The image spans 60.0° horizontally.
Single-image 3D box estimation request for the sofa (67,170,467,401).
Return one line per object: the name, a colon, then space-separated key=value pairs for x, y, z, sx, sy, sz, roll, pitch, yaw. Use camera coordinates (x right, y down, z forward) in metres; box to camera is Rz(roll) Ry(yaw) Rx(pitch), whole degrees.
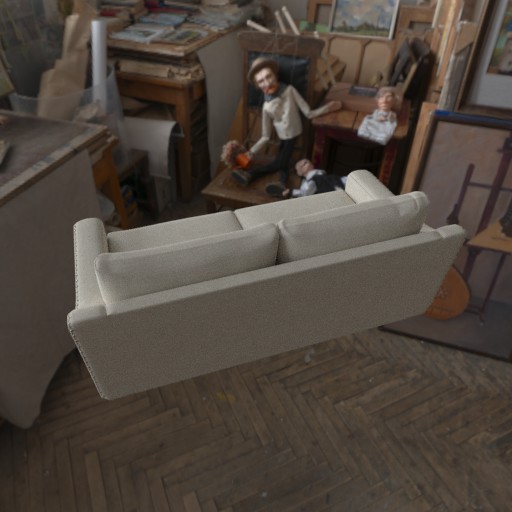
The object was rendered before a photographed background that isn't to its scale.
sofa: x=0.000 y=0.000 z=2.795 sx=2.107 sy=0.983 sz=1.104 roll=-12 pitch=42 yaw=-14
